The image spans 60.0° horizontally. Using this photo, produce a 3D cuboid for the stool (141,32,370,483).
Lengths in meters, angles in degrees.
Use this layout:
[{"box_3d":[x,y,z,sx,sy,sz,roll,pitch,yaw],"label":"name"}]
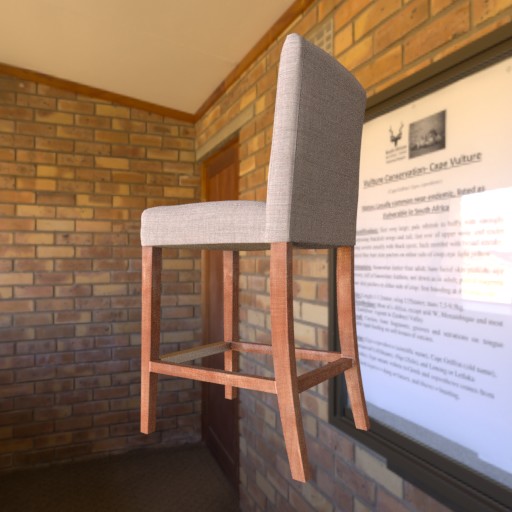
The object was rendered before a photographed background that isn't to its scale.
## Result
[{"box_3d":[0.000,0.000,1.333,0.567,1.039,0.454,-1,-1,35],"label":"stool"}]
